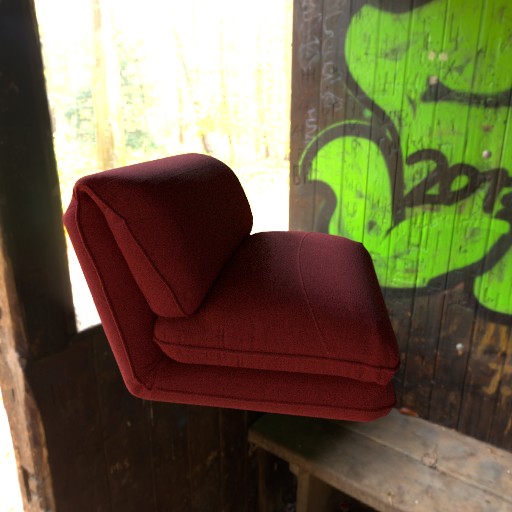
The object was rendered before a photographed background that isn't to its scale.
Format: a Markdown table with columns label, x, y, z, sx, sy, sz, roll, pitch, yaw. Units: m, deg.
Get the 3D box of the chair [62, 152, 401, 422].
| label | x | y | z | sx | sy | sz | roll | pitch | yaw |
| --- | --- | --- | --- | --- | --- | --- | --- | --- | --- |
| chair | 0.000 | 0.000 | 1.353 | 0.780 | 0.580 | 0.820 | 3 | 17 | 9 |
